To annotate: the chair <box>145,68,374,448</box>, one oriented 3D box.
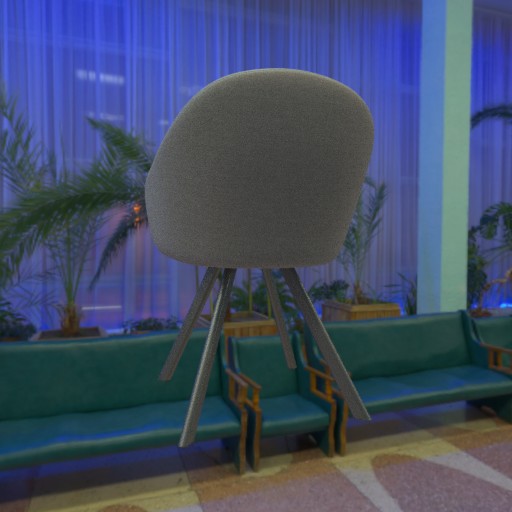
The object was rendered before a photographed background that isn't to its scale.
[{"bbox_3d":[0.000,0.000,1.164,0.540,0.780,0.570,-1,2,-18],"label":"chair"}]
